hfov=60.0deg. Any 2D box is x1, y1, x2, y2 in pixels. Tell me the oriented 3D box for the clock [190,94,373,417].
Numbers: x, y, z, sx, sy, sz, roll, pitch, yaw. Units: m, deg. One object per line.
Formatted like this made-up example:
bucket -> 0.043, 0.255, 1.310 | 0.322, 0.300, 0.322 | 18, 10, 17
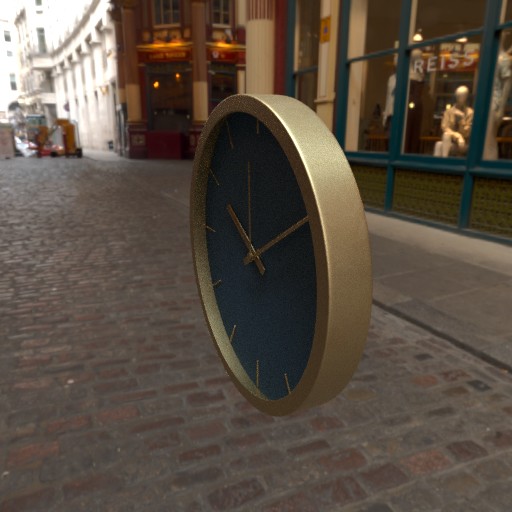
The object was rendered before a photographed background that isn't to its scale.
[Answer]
clock -> 0.000, 0.000, 0.457 | 0.040, 0.314, 0.314 | -8, 18, -25
